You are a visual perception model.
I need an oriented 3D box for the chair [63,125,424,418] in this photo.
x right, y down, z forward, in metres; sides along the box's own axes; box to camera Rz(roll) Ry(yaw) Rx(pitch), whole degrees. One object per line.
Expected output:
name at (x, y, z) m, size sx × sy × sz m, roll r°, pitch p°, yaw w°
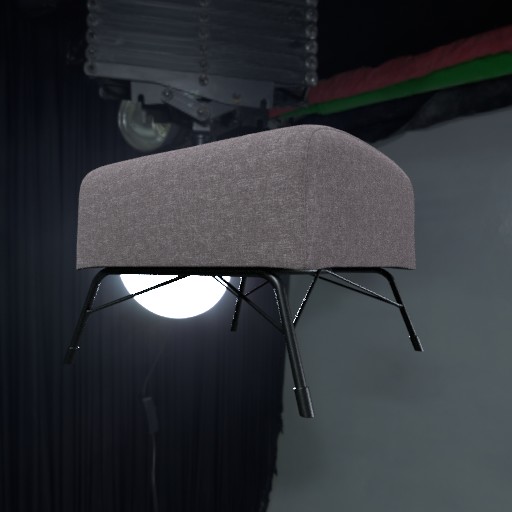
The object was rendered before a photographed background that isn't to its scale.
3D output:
chair at (0.000, 0.000, 0.907) m, size 0.530 × 0.410 × 0.530 m, roll -1°, pitch -2°, yaw 35°
